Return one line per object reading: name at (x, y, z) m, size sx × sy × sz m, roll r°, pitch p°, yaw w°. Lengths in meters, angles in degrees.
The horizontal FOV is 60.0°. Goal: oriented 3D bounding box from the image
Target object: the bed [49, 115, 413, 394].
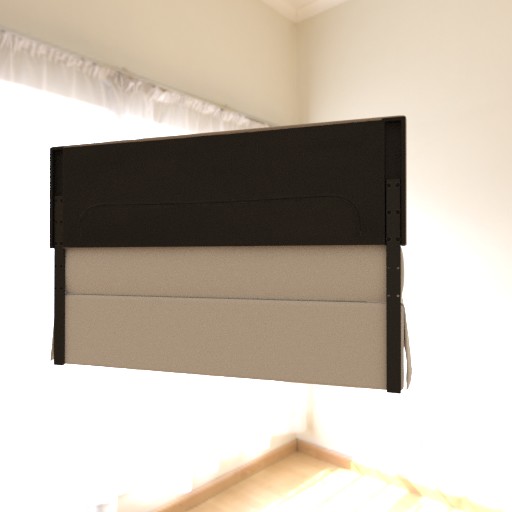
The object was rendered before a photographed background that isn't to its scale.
bed at (0.000, 0.000, 3.332) m, size 2.170 × 1.346 × 1.914 m, roll 0°, pitch 0°, yaw 17°
